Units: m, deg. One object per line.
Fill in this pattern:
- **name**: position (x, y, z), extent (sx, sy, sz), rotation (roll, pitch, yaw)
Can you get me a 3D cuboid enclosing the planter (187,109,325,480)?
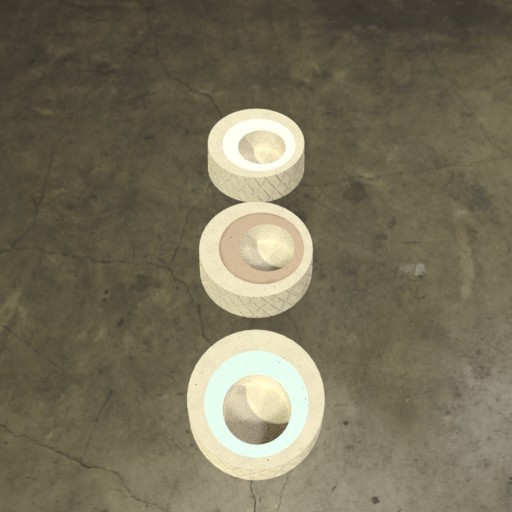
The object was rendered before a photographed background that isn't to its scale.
- **planter**: position (0.000, 0.000, 0.434), extent (0.114, 0.038, 0.390), rotation (0, 58, 0)
